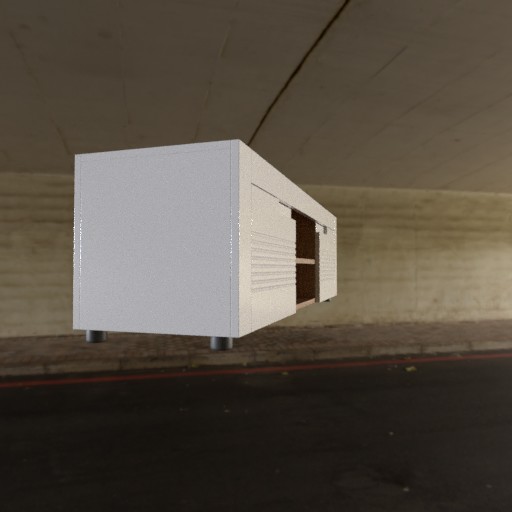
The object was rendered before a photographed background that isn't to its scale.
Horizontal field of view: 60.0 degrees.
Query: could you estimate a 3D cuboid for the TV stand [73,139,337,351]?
[{"bbox_3d":[0.000,0.000,1.685,0.410,0.440,1.500,-1,-2,18],"label":"TV stand"}]
